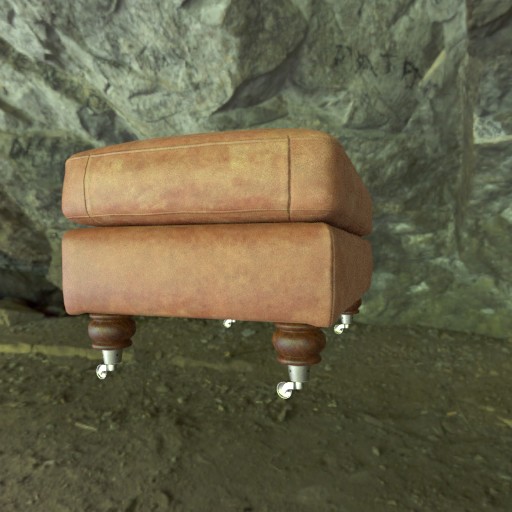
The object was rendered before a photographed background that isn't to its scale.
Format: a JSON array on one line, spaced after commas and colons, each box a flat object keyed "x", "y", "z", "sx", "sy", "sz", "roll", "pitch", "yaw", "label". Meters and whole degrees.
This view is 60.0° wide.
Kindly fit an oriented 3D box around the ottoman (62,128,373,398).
[{"x": 0.000, "y": 0.000, "z": 1.168, "sx": 0.565, "sy": 0.507, "sz": 0.852, "roll": 0, "pitch": 0, "yaw": 19, "label": "ottoman"}]
